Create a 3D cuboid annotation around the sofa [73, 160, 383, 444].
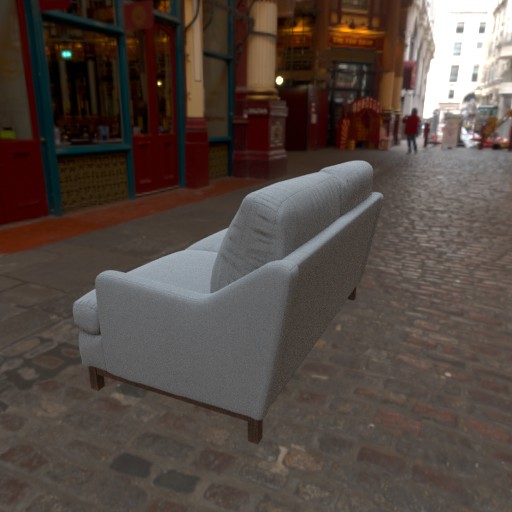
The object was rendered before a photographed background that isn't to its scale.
[{"bbox_3d":[0.000,0.000,2.292,0.987,0.921,1.589,8,19,24],"label":"sofa"}]
